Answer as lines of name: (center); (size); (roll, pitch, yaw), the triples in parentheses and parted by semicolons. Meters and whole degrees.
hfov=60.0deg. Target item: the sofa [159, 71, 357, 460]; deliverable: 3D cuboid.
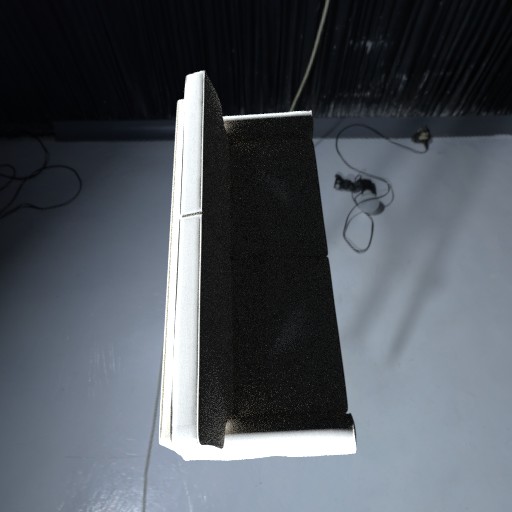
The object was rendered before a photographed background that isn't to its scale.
sofa: (0.000, 0.000, 2.430); (0.862, 0.937, 2.021); (-2, 63, -1)
